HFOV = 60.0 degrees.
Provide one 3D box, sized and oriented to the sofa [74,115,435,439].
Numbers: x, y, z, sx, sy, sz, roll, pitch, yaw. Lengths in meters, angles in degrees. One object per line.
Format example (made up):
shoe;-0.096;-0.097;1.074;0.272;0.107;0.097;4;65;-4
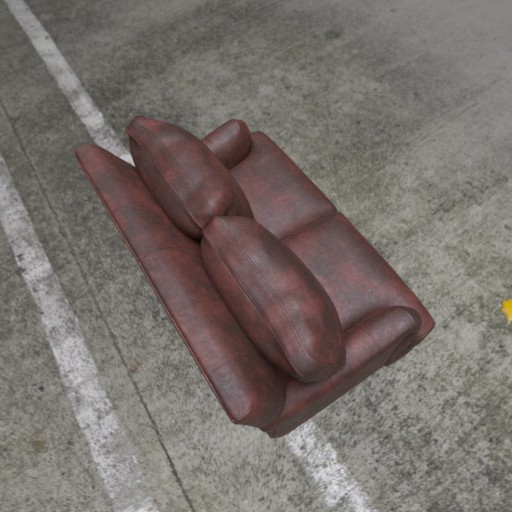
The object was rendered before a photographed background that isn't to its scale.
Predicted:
sofa;0.000;0.000;2.345;1.148;1.070;1.628;-29;63;-17
